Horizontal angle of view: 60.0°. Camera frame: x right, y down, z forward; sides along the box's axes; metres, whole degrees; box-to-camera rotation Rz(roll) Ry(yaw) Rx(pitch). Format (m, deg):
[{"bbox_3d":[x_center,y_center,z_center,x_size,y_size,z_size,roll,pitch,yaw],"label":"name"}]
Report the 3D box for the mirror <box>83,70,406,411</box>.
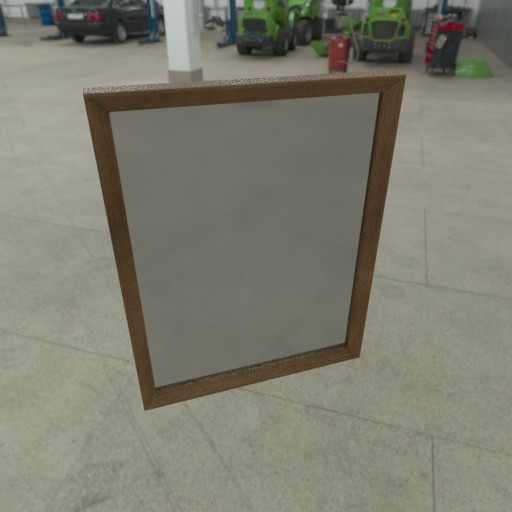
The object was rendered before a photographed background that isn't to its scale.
[{"bbox_3d":[0.000,0.000,0.680,0.406,0.509,0.041,-10,33,-15],"label":"mirror"}]
